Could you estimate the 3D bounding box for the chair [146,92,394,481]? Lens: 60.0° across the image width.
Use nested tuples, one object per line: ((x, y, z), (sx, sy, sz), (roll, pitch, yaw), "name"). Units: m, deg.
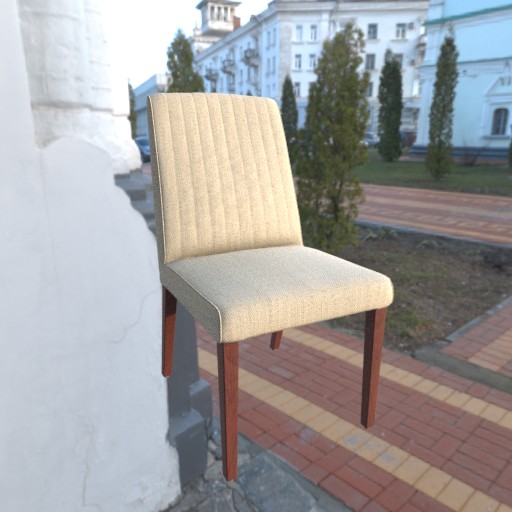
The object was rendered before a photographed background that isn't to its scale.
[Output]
((0.000, 0.000, 1.240), (0.480, 0.900, 0.594), (-8, 17, -26), "chair")
